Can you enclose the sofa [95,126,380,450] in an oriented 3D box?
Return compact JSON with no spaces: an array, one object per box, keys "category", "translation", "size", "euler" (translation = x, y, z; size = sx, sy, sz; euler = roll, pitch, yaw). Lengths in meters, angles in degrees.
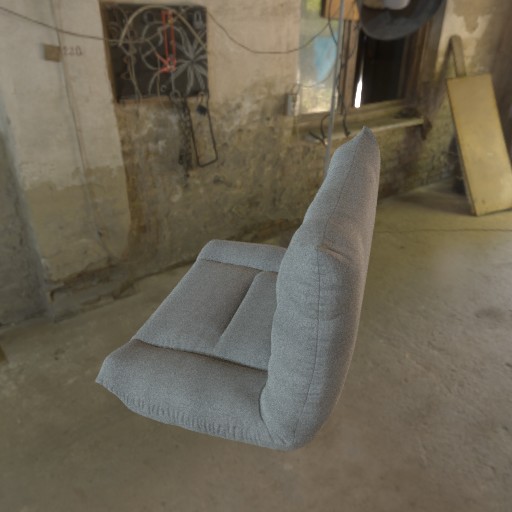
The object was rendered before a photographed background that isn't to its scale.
[{"category":"sofa","translation":[0.000,0.000,1.724],"size":[0.847,0.795,1.144],"euler":[8,30,14]}]
